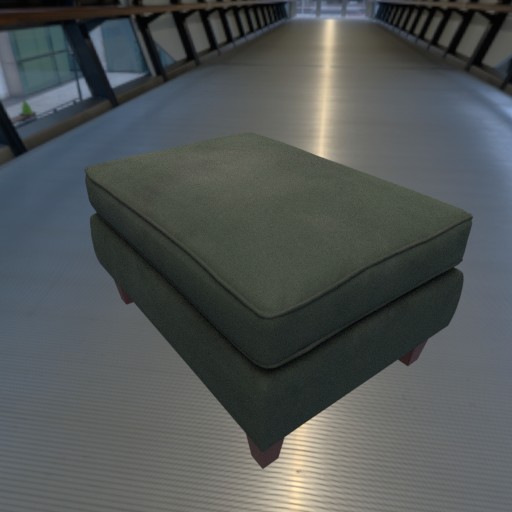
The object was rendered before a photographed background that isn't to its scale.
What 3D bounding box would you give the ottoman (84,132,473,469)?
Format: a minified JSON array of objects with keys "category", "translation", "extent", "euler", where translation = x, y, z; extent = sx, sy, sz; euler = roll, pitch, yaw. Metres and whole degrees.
[{"category":"ottoman","translation":[0.000,0.000,1.217],"extent":[0.632,0.495,0.864],"euler":[-21,37,-31]}]
